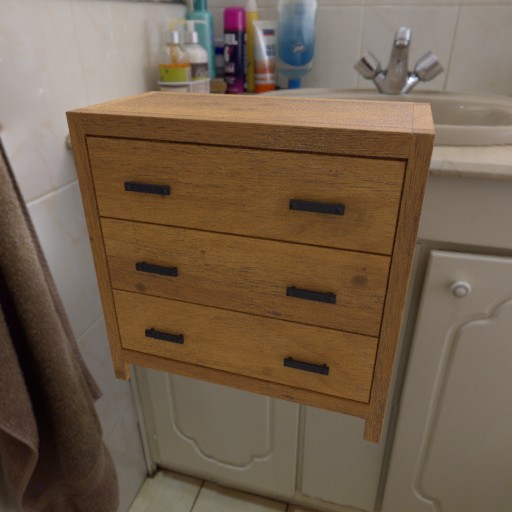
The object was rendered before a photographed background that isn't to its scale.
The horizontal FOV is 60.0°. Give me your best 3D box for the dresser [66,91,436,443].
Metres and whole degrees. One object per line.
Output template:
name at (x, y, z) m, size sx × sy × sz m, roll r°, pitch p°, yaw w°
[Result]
dresser at (0.000, 0.000, 1.252) m, size 0.804 × 0.804 × 0.427 m, roll 8°, pitch 28°, yaw 16°
